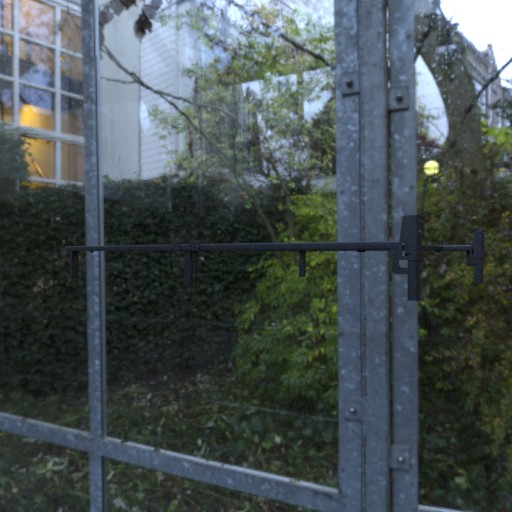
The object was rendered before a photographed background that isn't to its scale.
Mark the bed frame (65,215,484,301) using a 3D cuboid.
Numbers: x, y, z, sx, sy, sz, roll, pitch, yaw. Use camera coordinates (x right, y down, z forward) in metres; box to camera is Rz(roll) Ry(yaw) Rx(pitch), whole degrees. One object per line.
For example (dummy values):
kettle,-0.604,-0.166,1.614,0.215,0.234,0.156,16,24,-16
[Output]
bed frame,0.000,0.000,2.225,1.897,0.248,0.968,0,0,37
